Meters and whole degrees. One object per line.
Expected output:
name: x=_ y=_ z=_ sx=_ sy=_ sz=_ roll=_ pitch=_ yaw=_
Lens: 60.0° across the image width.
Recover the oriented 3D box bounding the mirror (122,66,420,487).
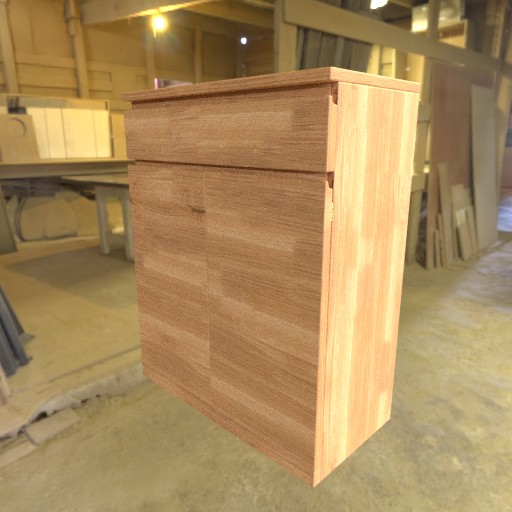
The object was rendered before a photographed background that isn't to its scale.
mirror: x=0.000 y=0.000 z=1.409 sx=0.800 sy=1.000 sz=0.400 roll=14 pitch=21 yaw=42
